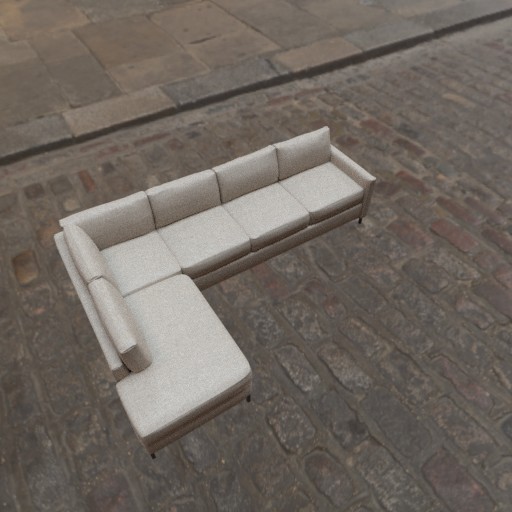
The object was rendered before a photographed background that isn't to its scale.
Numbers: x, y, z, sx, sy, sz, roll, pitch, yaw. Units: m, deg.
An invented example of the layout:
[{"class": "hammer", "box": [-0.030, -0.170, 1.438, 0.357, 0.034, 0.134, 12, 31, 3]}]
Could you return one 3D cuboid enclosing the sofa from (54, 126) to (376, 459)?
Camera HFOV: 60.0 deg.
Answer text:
[{"class": "sofa", "box": [0.000, 0.000, 3.183, 2.423, 0.703, 1.617, -25, 52, -21]}]
